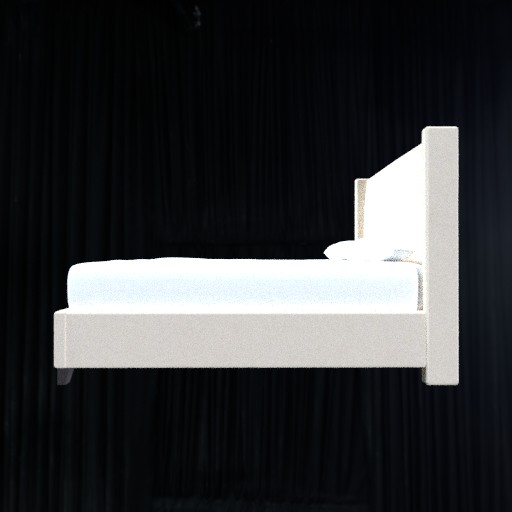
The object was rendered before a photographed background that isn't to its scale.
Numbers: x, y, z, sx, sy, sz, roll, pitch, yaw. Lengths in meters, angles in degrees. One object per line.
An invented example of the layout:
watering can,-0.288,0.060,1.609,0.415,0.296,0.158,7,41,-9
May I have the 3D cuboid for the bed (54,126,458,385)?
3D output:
bed,0.000,0.000,3.386,2.293,1.471,1.778,0,0,0
